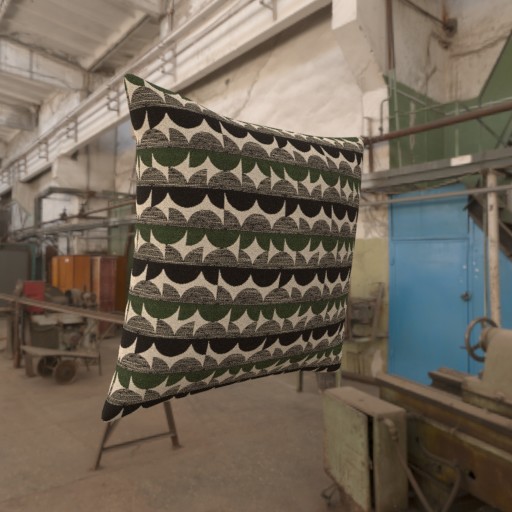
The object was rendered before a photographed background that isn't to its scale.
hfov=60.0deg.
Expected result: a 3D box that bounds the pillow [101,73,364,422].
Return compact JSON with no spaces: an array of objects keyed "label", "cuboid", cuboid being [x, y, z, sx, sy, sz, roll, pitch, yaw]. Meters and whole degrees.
[{"label":"pillow","cuboid":[0.000,0.000,0.639,0.419,0.404,0.180,1,-2,-38]}]
